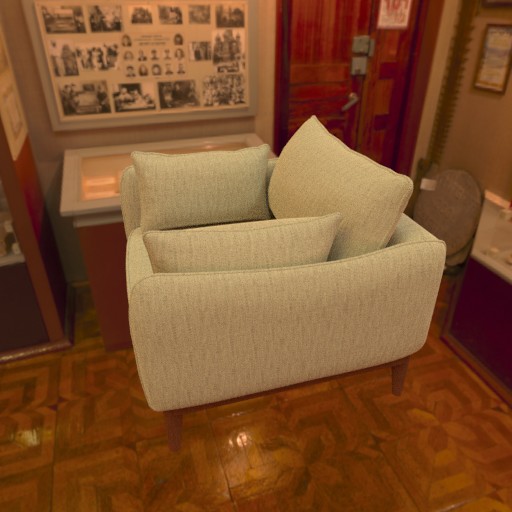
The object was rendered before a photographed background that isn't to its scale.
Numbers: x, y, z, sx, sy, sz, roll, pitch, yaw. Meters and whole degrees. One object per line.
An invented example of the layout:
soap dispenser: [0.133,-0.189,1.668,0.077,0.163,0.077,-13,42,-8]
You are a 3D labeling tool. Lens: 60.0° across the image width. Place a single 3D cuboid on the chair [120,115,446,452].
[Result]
chair: [0.000,0.000,1.727,0.991,0.855,0.994,-8,32,-14]
